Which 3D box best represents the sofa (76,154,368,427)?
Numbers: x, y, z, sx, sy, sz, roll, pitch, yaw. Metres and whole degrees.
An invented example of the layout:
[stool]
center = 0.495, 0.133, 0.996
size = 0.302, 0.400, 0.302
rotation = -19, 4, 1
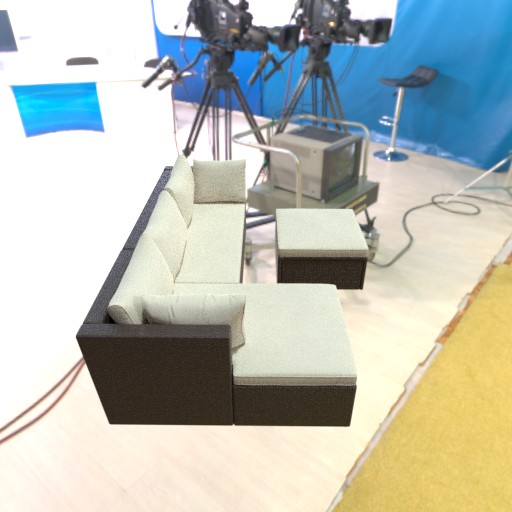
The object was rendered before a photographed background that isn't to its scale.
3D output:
[sofa]
center = 0.000, 0.000, 3.049
size = 1.612, 0.766, 2.192
rotation = 0, 32, 1
